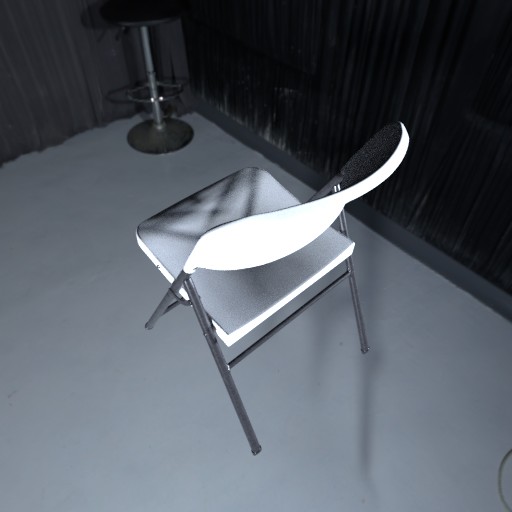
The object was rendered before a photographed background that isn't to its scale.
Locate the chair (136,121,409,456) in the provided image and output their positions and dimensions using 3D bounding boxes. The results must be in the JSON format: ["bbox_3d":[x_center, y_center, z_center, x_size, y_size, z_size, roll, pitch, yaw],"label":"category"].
[{"bbox_3d":[0.000,0.000,1.140,0.494,0.810,0.566,-33,56,-27],"label":"chair"}]
